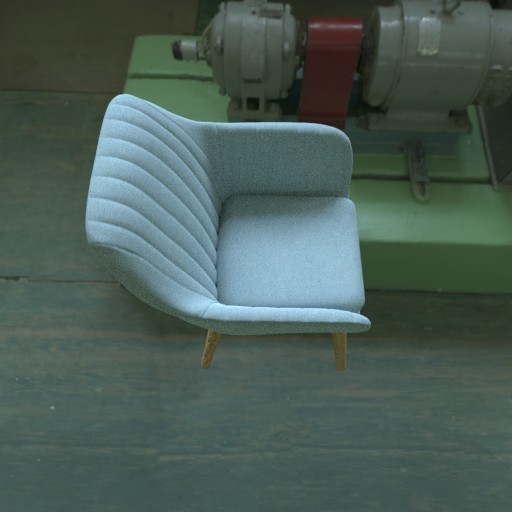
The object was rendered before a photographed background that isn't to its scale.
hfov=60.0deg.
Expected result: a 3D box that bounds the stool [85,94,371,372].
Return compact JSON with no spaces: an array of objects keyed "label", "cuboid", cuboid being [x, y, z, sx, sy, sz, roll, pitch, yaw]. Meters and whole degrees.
[{"label":"stool","cuboid":[0.000,0.000,1.167,0.590,0.830,0.503,0,64,0]}]
